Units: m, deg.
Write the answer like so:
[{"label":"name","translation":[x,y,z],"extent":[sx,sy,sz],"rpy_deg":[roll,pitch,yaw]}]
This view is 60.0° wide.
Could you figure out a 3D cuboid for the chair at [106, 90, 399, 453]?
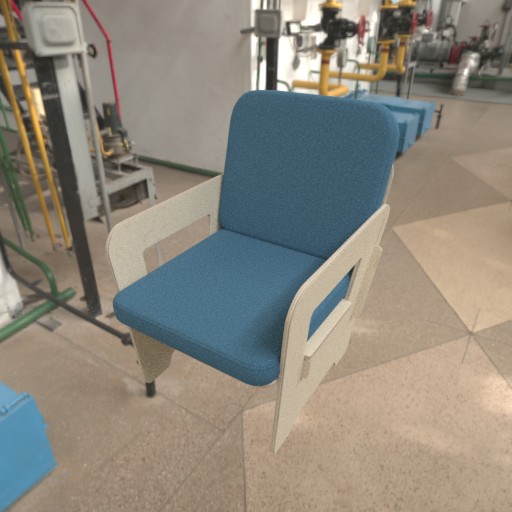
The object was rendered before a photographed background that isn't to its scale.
[{"label":"chair","translation":[0.000,0.000,1.191],"extent":[0.547,0.747,0.657],"rpy_deg":[18,34,28]}]
